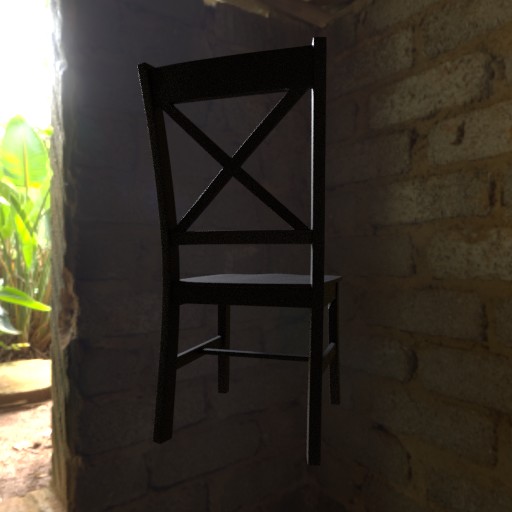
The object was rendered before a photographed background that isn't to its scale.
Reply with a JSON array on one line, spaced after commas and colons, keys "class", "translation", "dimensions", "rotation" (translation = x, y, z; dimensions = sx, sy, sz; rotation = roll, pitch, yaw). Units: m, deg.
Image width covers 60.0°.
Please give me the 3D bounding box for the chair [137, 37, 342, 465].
[{"class": "chair", "translation": [0.000, 0.000, 1.301], "dimensions": [0.485, 0.983, 0.542], "rotation": [0, 0, 17]}]
